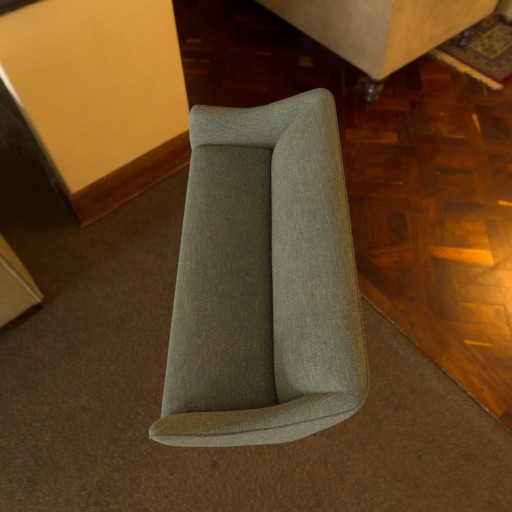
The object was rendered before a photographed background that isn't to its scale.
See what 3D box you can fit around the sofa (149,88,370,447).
[{"bbox_3d":[0.000,0.000,2.384,0.867,0.829,1.928,0,58,0],"label":"sofa"}]
